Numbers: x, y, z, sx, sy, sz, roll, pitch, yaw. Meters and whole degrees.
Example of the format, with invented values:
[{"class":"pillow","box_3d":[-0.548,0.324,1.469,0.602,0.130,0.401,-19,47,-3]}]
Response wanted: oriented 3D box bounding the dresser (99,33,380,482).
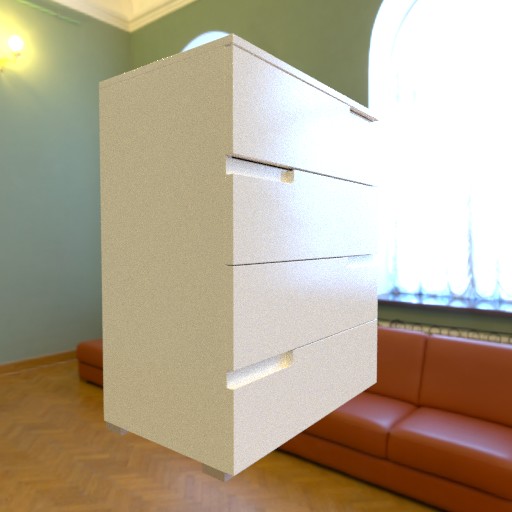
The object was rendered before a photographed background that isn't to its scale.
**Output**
[{"class":"dresser","box_3d":[0.000,0.000,1.158,0.400,0.800,0.650,2,3,38]}]
